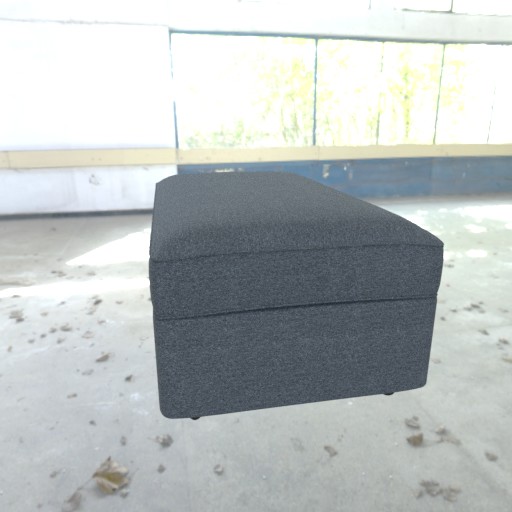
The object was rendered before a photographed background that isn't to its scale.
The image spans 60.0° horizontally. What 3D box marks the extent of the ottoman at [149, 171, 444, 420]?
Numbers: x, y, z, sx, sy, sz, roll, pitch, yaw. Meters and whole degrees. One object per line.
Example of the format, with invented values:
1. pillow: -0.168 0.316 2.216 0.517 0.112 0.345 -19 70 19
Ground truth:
1. ottoman: 0.000 0.000 1.546 0.681 0.494 1.173 -3 18 -11
